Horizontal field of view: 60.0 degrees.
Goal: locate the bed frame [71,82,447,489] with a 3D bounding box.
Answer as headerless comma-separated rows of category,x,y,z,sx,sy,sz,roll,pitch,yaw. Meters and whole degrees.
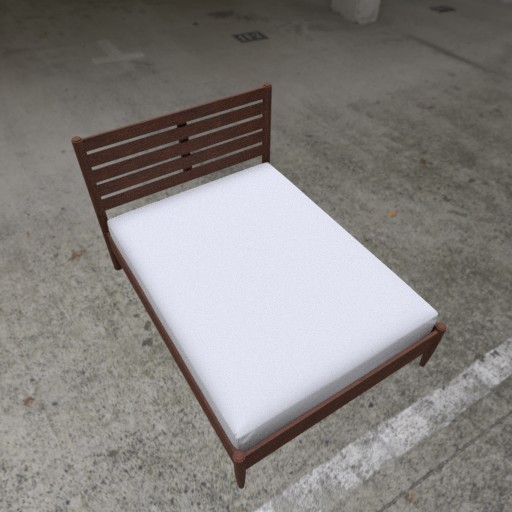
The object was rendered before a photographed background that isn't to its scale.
bed frame,0.000,0.000,3.198,1.655,1.321,2.234,-24,51,-22
